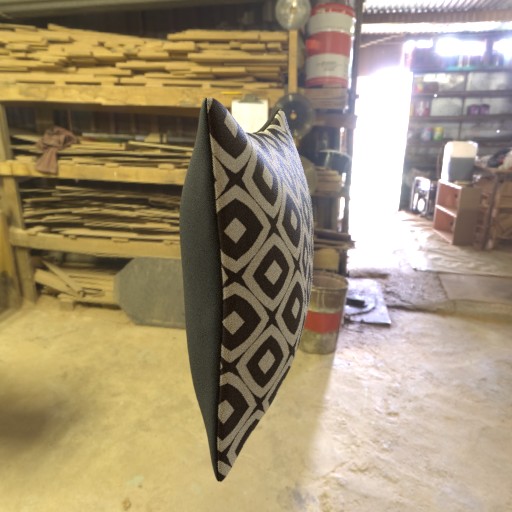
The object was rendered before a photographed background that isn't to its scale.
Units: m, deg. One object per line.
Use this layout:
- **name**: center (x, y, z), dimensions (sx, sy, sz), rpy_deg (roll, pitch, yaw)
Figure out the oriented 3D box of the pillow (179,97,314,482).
- **pillow**: center (0.000, 0.000, 0.764), dimensions (0.188, 0.494, 0.504), rpy_deg (3, 17, 11)
